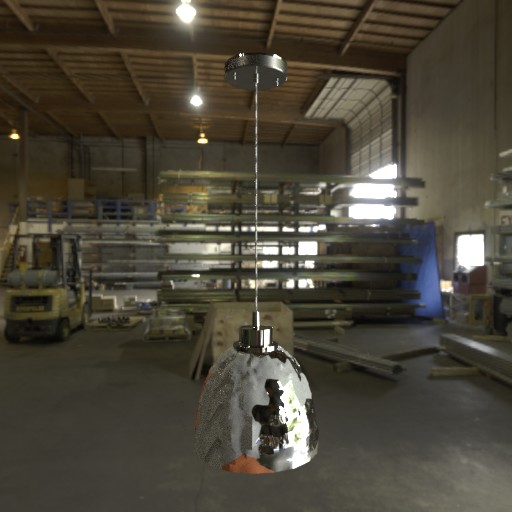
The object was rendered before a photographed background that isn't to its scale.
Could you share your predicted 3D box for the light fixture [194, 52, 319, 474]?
[{"bbox_3d":[0.000,0.000,1.777,0.496,1.511,0.500,0,0,-19],"label":"light fixture"}]
